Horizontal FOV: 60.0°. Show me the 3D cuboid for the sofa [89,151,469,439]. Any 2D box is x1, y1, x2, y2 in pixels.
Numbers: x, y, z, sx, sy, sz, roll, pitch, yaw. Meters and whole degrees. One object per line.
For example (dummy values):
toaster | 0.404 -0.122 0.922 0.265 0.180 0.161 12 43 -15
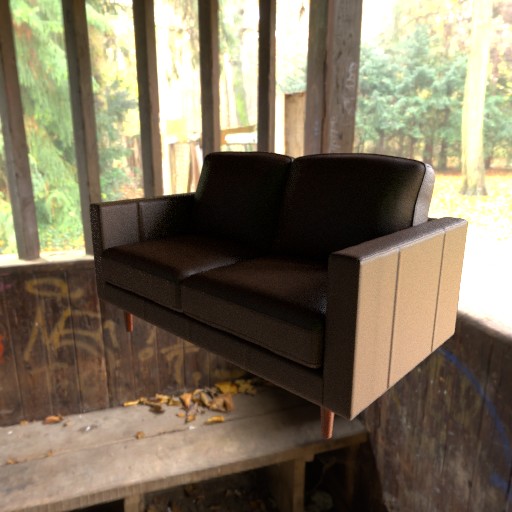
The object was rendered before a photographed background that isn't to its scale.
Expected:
sofa | 0.000 0.000 2.094 1.578 0.951 0.909 14 20 41
